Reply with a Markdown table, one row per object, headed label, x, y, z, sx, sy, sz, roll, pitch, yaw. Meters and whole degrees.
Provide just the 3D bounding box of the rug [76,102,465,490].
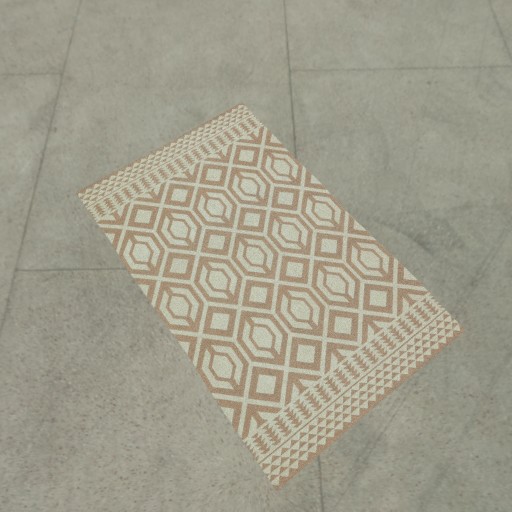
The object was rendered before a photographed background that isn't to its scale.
| label | x | y | z | sx | sy | sz | roll | pitch | yaw |
| --- | --- | --- | --- | --- | --- | --- | --- | --- | --- |
| rug | 0.000 | 0.000 | 3.052 | 1.526 | 0.011 | 2.435 | -34 | 68 | -15 |
